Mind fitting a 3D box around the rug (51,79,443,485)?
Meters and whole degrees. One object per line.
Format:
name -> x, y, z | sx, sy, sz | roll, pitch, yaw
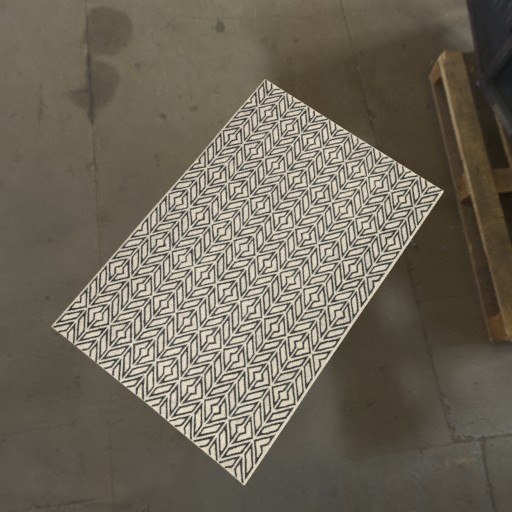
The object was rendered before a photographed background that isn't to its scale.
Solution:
rug -> 0.000, 0.000, 2.339 | 1.220, 0.007, 1.828 | 35, 77, 10
